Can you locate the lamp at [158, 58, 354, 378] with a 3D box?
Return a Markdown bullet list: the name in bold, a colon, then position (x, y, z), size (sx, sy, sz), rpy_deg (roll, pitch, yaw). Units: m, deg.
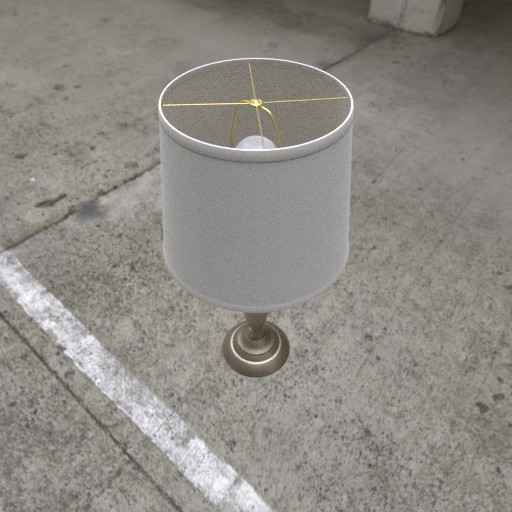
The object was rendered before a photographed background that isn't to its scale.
- **lamp**: position (0.000, 0.000, 0.823), size (0.328, 0.619, 0.328), rpy_deg (0, 46, 0)
